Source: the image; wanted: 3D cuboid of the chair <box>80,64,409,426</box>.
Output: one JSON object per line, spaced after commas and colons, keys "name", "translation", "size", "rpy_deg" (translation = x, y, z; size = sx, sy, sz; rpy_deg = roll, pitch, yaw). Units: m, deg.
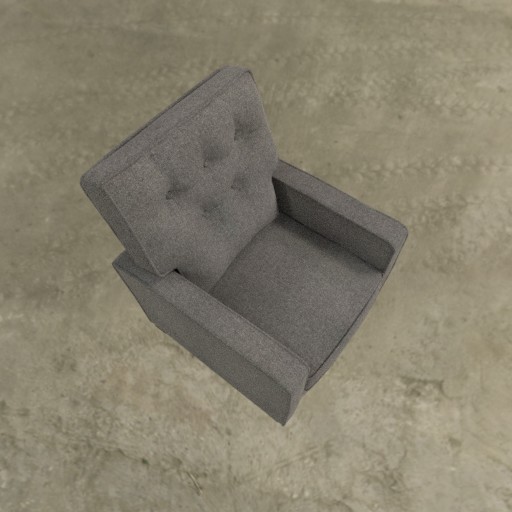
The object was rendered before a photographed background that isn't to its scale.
{"name": "chair", "translation": [0.000, 0.000, 1.446], "size": [0.775, 0.889, 0.650], "rpy_deg": [34, 64, 19]}
